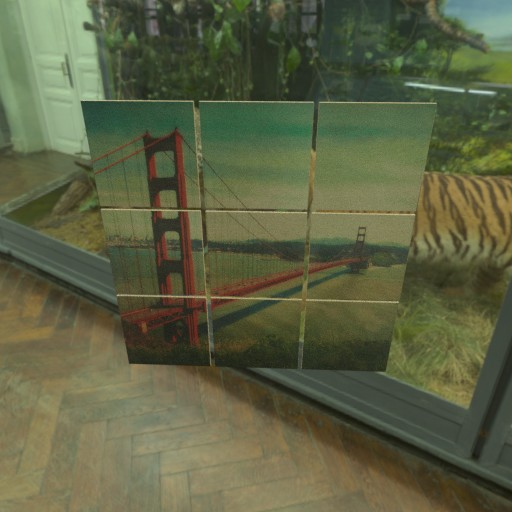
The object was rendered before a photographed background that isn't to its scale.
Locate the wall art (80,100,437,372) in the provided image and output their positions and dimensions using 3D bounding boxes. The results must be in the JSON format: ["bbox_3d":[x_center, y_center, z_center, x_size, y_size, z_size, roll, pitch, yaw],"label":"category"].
[{"bbox_3d":[0.000,0.000,2.258,1.519,1.507,0.014,1,29,2],"label":"wall art"}]
